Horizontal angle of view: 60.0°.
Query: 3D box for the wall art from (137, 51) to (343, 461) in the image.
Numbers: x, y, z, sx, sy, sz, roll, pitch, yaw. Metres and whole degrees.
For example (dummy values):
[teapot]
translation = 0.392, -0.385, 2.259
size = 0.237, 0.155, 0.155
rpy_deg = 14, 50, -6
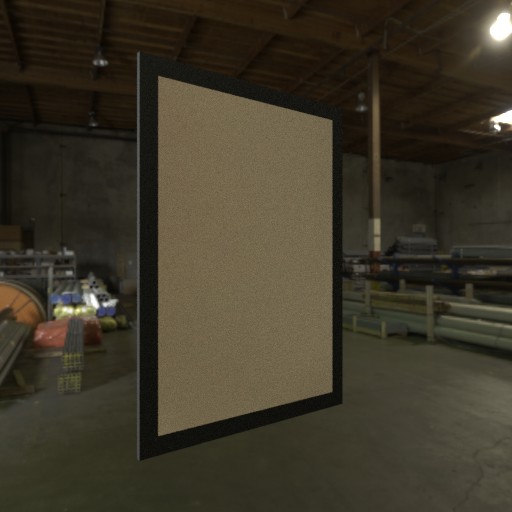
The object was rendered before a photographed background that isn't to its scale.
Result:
[wall art]
translation = 0.000, 0.000, 0.688
size = 0.379, 0.530, 0.008
rpy_deg = 0, 0, -36
